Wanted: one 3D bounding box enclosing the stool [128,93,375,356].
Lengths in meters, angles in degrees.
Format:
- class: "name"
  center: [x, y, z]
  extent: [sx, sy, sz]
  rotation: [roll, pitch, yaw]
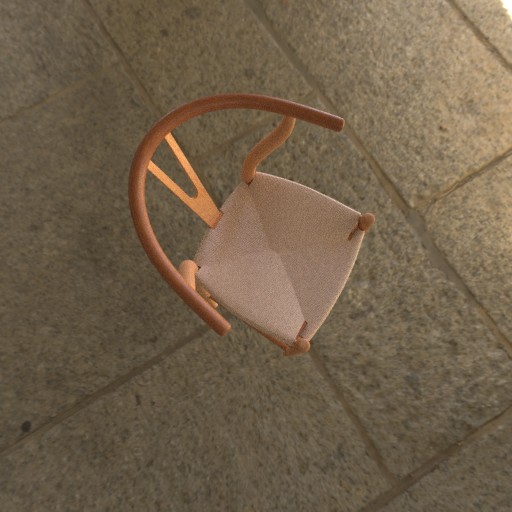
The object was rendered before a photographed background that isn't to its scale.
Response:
- class: "stool"
  center: [0.000, 0.000, 1.440]
  extent: [0.561, 1.068, 0.574]
  rotation: [28, 78, 7]
